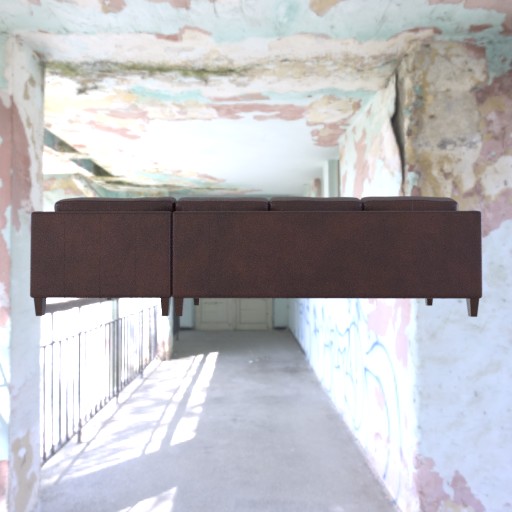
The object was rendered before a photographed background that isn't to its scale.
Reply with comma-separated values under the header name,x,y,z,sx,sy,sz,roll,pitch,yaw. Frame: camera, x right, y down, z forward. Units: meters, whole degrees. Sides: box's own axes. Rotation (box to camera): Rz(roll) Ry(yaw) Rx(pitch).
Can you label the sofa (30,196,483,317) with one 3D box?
name,x,y,z,sx,sy,sz,roll,pitch,yaw
sofa,0.000,0.000,3.910,3.203,0.883,1.581,0,-1,1
